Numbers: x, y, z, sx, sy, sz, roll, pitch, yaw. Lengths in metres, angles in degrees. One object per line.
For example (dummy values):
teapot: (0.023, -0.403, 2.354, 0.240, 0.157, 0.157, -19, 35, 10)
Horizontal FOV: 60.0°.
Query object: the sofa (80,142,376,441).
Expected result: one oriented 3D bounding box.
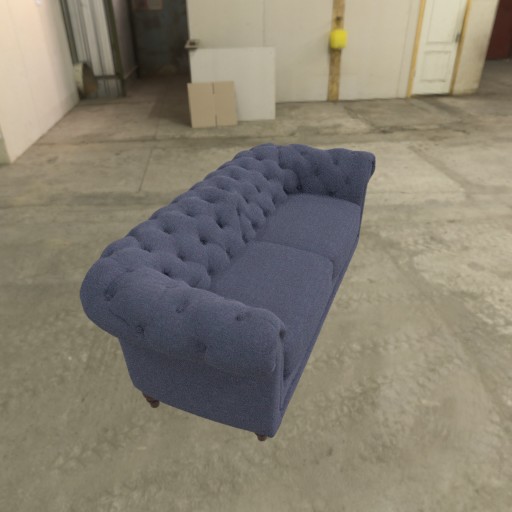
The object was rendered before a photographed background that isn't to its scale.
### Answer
sofa: (0.000, 0.000, 2.770, 1.046, 0.836, 2.335, 12, 33, 19)
